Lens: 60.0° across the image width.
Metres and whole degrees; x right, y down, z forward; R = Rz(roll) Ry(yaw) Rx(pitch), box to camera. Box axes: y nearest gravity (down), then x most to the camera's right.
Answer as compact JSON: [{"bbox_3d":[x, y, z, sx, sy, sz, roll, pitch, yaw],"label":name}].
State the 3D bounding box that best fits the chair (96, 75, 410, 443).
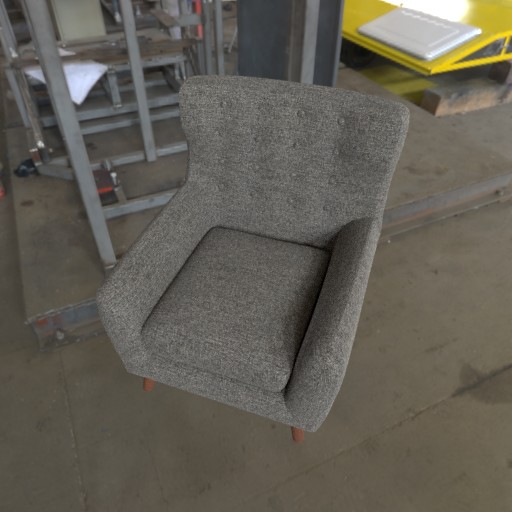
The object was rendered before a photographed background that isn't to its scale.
[{"bbox_3d":[0.000,0.000,1.724,0.889,1.039,0.940,13,44,14],"label":"chair"}]
